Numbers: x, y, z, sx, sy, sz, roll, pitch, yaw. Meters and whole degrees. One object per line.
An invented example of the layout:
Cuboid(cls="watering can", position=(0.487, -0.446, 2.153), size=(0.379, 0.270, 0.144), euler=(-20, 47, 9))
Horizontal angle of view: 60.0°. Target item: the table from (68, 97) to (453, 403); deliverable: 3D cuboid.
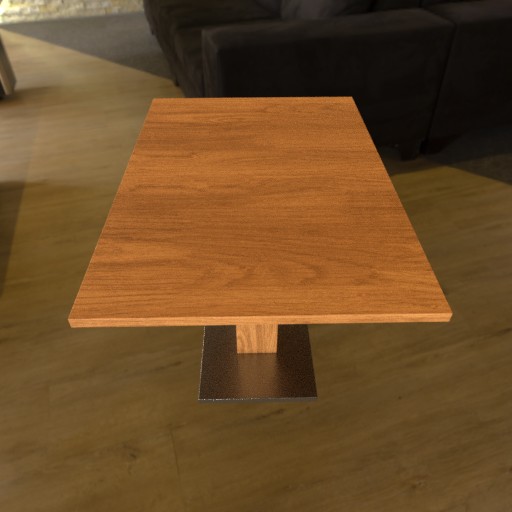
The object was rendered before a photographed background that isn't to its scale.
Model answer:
Cuboid(cls="table", position=(0.000, 0.000, 1.777), size=(0.900, 0.770, 1.300), euler=(-1, 41, -1))
